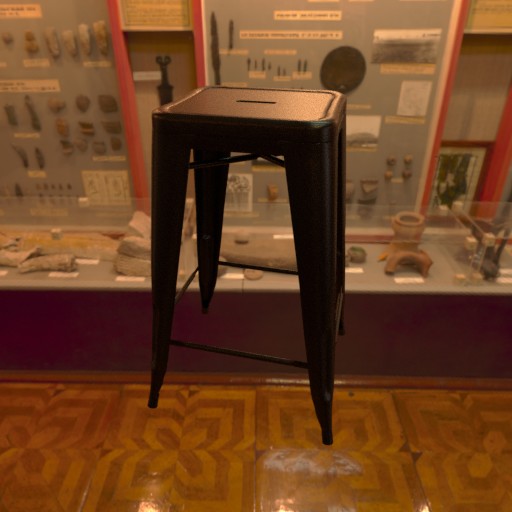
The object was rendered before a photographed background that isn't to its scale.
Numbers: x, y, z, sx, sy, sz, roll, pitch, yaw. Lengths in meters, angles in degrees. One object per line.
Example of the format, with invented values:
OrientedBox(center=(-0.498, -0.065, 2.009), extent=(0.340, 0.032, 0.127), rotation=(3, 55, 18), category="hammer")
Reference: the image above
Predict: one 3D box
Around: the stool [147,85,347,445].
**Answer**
OrientedBox(center=(0.000, 0.000, 0.902), extent=(0.455, 0.609, 0.423), rotation=(1, 31, 2), category="stool")
